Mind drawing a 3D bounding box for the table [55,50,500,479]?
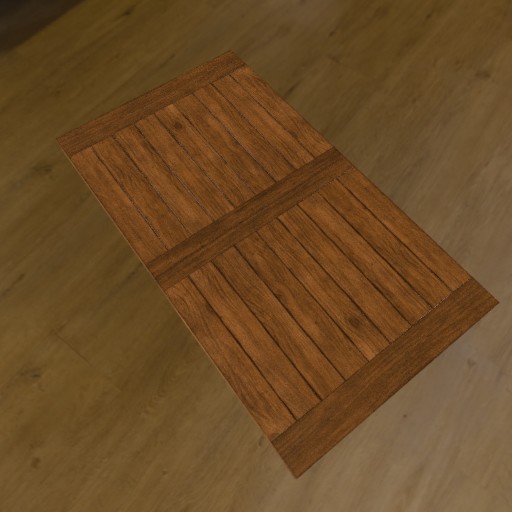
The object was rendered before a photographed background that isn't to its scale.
[{"bbox_3d":[0.000,0.000,2.080,0.931,0.757,1.641,-34,68,-16],"label":"table"}]
